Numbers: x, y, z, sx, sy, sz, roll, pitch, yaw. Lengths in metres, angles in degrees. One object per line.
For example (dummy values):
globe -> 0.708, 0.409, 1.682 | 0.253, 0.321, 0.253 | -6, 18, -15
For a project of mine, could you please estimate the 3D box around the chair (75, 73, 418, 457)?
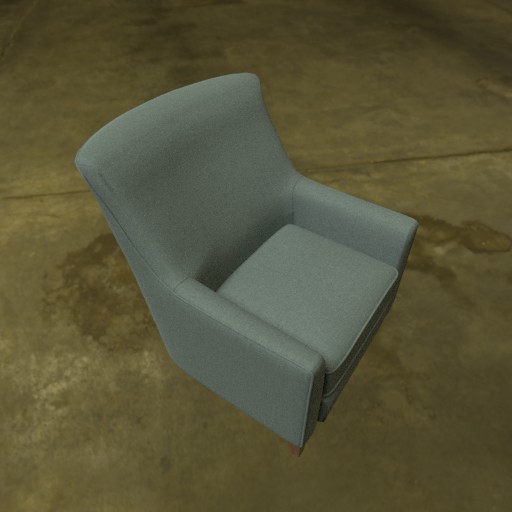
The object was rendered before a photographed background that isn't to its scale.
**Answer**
chair -> 0.000, 0.000, 1.536 | 0.879, 0.916, 0.756 | 26, 49, 25
